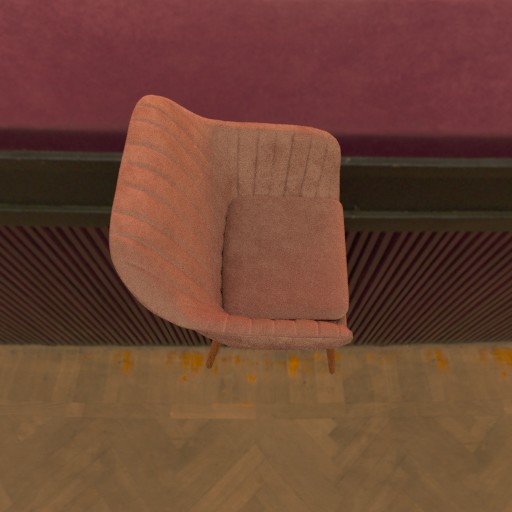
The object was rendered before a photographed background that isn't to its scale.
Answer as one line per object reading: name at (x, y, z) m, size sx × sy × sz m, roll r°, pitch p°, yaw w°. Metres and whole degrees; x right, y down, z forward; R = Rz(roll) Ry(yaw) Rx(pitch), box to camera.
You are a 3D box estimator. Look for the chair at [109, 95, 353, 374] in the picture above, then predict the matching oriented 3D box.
chair at (0.000, 0.000, 1.279) m, size 0.570 × 0.832 × 0.610 m, roll 2°, pitch 64°, yaw 1°
